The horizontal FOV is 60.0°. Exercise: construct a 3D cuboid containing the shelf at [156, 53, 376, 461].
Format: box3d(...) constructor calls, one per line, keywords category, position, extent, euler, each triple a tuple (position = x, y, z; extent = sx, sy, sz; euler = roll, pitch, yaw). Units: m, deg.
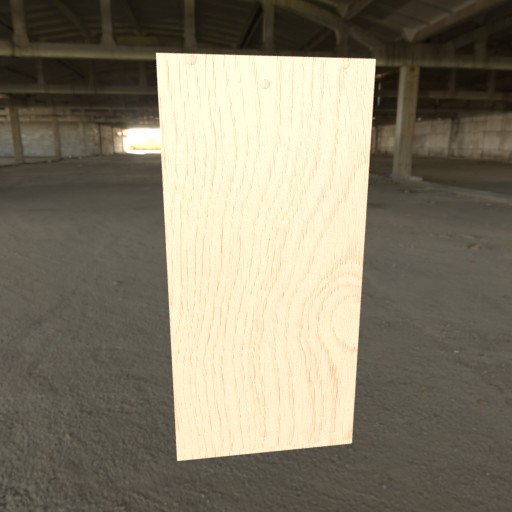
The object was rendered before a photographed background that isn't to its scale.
box3d(category="shelf", position=(0.000, 0.000, 0.769), extent=(0.290, 0.600, 0.250), euler=(-2, 15, -8))
